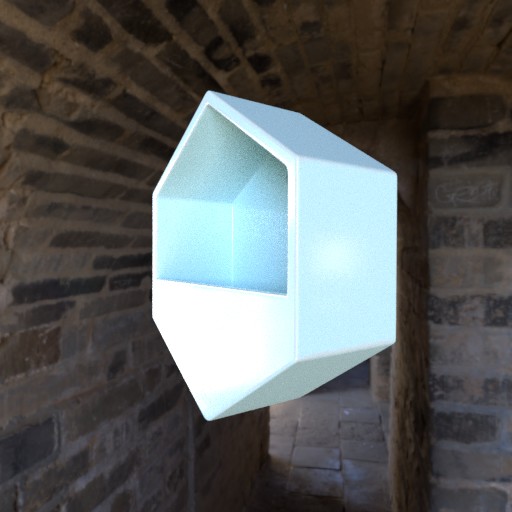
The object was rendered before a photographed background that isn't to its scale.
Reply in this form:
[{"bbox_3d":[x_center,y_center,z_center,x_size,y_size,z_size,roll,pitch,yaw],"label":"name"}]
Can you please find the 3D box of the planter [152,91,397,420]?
[{"bbox_3d":[0.000,0.000,0.300,0.078,0.207,0.169,-1,1,-36],"label":"planter"}]
